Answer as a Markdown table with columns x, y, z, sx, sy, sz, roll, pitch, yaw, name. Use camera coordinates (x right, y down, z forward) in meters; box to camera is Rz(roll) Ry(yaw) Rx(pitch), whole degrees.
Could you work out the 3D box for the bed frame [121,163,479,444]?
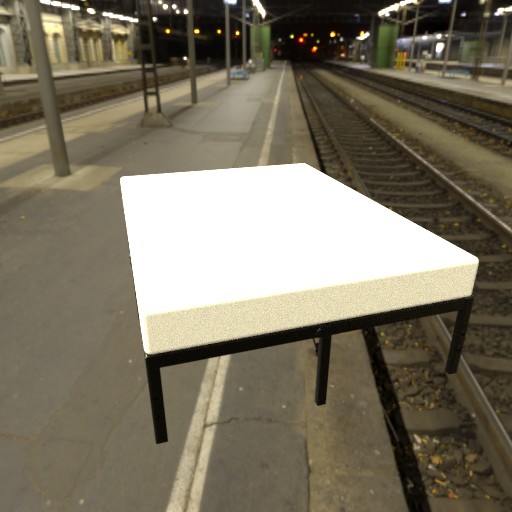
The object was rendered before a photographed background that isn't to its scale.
| x | y | z | sx | sy | sz | roll | pitch | yaw | name |
| --- | --- | --- | --- | --- | --- | --- | --- | --- | --- |
| 0.000 | 0.000 | 2.851 | 1.557 | 0.659 | 2.072 | -7 | 26 | -16 | bed frame |
